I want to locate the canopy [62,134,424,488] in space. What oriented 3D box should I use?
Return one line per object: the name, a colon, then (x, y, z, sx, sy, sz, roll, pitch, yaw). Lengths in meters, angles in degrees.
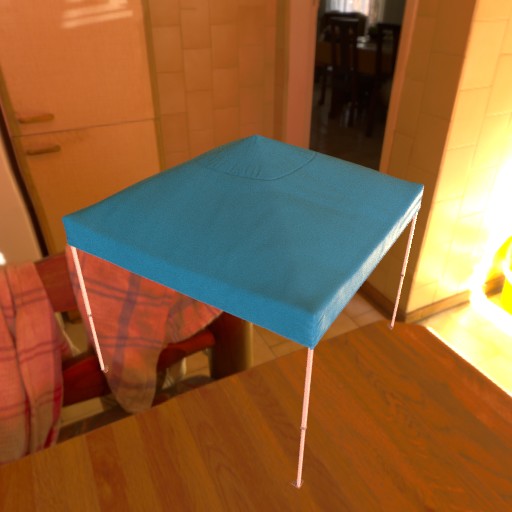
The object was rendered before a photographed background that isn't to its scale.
canopy: (0.000, 0.000, 5.435, 2.998, 2.997, 2.996, 19, 37, 28)
